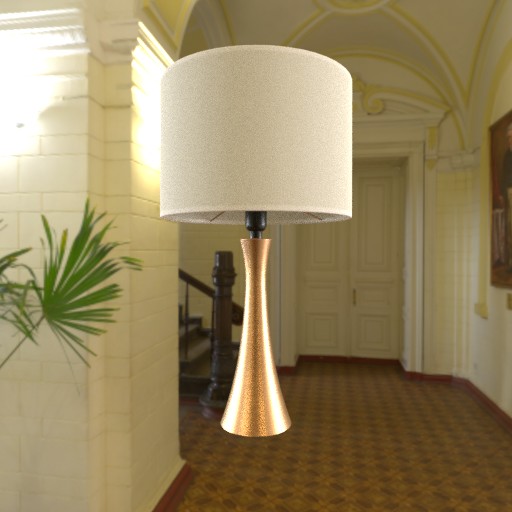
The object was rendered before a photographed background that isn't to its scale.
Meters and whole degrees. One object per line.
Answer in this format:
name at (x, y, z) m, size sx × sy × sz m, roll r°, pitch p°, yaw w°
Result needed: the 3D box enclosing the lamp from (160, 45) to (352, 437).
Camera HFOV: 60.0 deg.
lamp at (0.000, 0.000, 0.635) m, size 0.268 × 0.479 × 0.268 m, roll 0°, pitch 1°, yaw -36°
